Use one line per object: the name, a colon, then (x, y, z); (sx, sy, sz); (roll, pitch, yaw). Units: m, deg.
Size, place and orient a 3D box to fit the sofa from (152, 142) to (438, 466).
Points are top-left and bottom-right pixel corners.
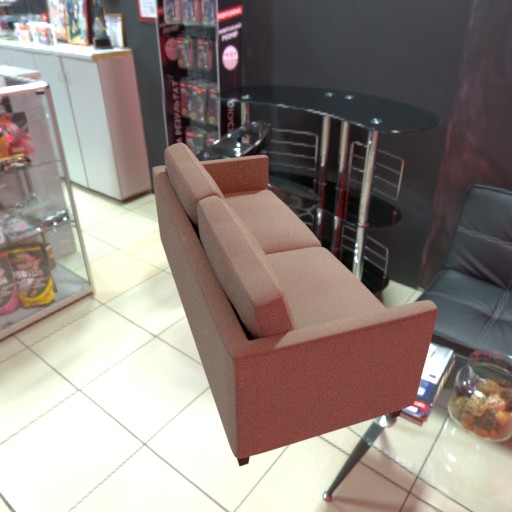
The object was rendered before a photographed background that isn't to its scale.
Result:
sofa: (0.000, 0.000, 2.736); (0.948, 0.932, 2.181); (-10, 32, -16)
